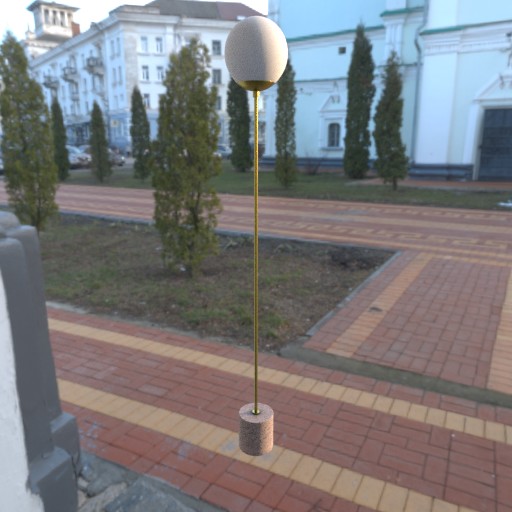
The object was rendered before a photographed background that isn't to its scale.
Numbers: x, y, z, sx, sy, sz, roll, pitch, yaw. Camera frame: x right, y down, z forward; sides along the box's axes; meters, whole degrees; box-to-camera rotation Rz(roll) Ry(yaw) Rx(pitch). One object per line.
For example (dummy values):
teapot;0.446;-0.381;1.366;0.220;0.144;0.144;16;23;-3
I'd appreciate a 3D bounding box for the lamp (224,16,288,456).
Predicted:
lamp;0.000;0.000;1.783;0.229;1.748;0.229;13;19;43
